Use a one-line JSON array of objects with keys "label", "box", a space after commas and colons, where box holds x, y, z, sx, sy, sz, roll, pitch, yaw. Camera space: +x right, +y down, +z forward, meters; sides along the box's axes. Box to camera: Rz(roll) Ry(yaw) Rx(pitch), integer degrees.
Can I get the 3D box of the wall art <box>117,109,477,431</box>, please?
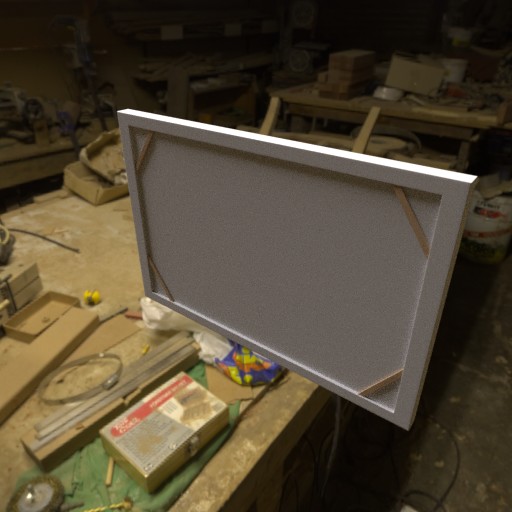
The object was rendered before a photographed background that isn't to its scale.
[{"label": "wall art", "box": [0.000, 0.000, 1.131, 0.914, 0.609, 0.038, 20, 36, 31]}]
